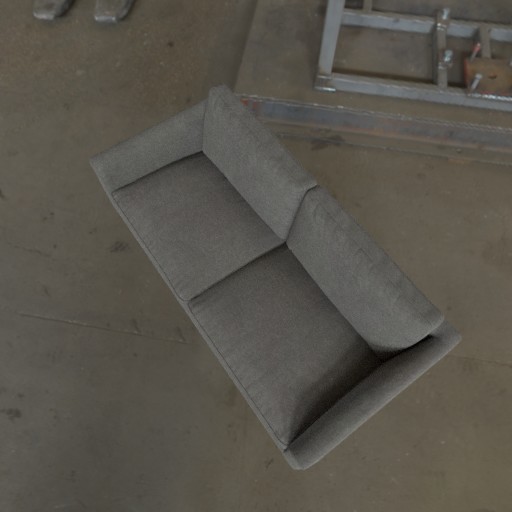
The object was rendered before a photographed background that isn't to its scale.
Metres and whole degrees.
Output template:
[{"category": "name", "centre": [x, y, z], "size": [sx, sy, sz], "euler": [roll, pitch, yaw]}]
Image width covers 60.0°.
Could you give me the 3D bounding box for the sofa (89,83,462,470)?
[{"category": "sofa", "centre": [0.000, 0.000, 2.784], "size": [1.092, 0.838, 2.257], "euler": [-33, 68, -15]}]
